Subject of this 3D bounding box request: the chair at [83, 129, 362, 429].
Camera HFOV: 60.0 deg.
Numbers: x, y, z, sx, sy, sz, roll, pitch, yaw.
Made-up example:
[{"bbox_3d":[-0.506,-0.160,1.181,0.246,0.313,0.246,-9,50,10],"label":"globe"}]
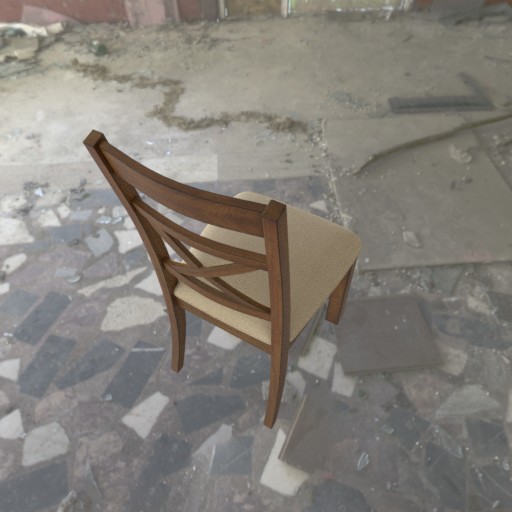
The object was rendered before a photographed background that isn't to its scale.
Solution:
[{"bbox_3d":[0.000,0.000,1.246,0.461,0.949,0.581,24,53,20],"label":"chair"}]
